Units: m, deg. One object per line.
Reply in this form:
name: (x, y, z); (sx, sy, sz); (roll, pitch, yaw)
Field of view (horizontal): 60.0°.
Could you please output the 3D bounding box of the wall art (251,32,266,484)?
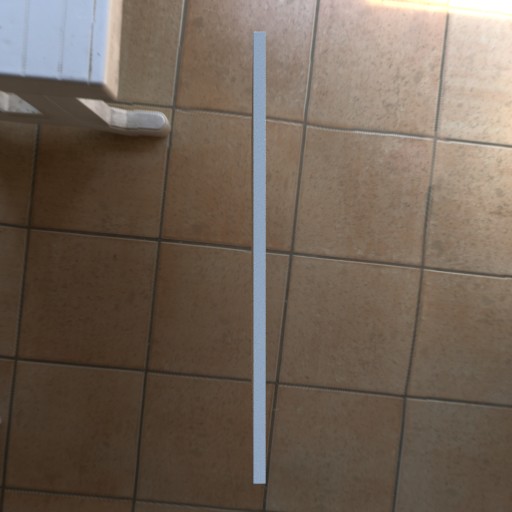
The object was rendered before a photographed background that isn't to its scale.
wall art: (0.000, 0.000, 1.191); (0.022, 0.803, 0.805); (0, 91, -1)
